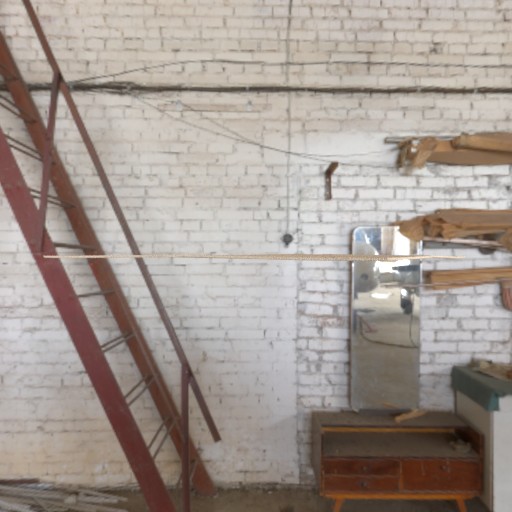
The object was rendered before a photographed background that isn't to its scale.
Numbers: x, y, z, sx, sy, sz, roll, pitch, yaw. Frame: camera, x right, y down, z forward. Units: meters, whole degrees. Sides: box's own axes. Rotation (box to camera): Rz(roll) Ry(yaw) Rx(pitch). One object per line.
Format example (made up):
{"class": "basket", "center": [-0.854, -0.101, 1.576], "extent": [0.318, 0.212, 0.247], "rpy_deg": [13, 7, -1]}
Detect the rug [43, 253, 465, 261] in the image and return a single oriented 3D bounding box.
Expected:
{"class": "rug", "center": [0.000, 0.000, 3.670], "extent": [2.869, 0.038, 2.032], "rpy_deg": [0, 0, 35]}
